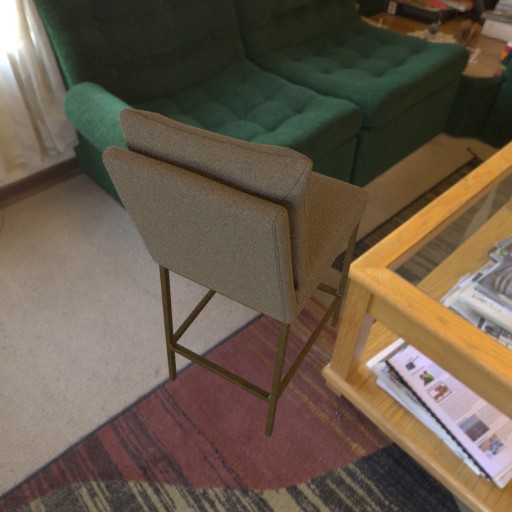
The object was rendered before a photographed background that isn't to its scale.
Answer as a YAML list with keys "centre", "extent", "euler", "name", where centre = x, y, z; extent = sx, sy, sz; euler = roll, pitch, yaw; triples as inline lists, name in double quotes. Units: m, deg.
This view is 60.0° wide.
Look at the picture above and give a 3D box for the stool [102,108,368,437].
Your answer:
- centre: [0.000, 0.000, 1.332]
  extent: [0.463, 1.030, 0.569]
  euler: [23, 50, 21]
  name: "stool"
